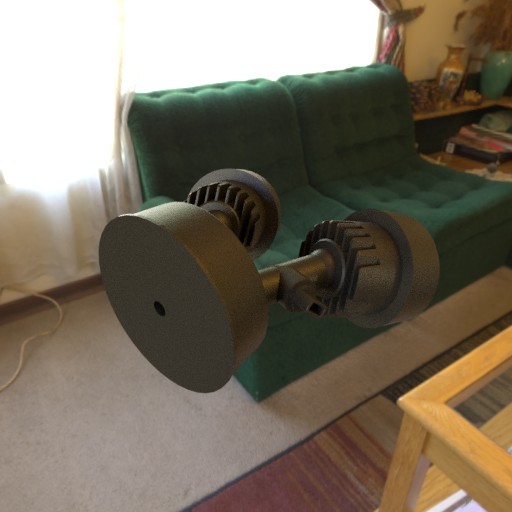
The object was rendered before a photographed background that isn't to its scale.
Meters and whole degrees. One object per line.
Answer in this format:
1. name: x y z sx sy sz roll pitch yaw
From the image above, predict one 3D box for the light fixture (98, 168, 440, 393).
1. light fixture: 0.000 0.000 0.301 0.213 0.120 0.168 22 38 33
